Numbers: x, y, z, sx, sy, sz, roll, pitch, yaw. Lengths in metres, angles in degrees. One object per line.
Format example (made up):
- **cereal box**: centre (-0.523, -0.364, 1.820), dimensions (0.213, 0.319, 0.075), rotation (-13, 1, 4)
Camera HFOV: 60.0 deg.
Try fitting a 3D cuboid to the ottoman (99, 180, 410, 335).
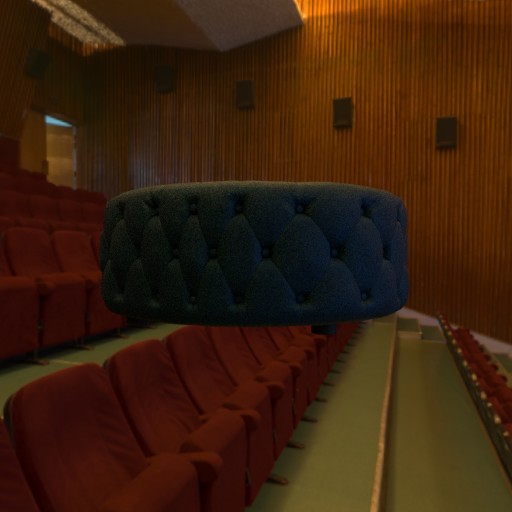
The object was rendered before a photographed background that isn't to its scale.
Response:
- **ottoman**: centre (0.000, 0.000, 1.518), dimensions (0.998, 0.398, 0.998), rotation (0, 1, 0)
